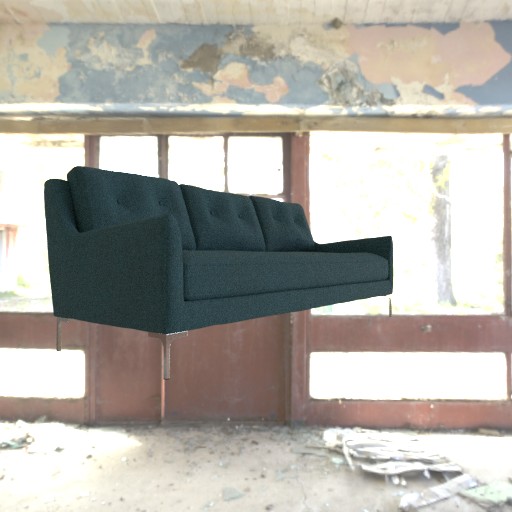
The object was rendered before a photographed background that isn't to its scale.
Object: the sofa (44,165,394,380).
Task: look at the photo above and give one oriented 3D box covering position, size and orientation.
[{"bbox_3d":[0.000,0.000,2.530,0.849,0.837,2.060,0,0,38],"label":"sofa"}]
